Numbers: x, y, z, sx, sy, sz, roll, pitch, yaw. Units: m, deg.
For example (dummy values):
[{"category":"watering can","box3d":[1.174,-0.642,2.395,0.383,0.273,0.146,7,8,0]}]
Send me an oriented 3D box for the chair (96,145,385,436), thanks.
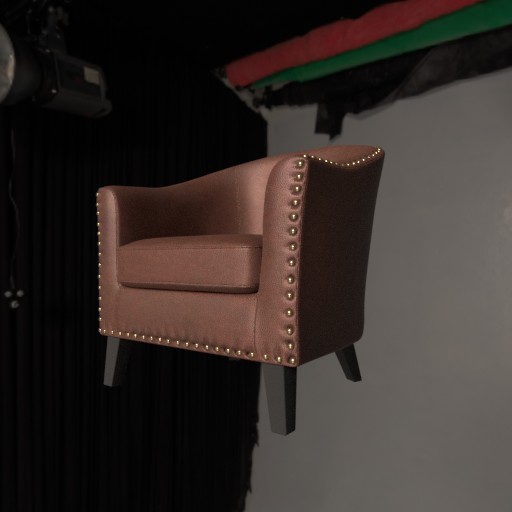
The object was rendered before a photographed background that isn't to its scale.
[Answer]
[{"category":"chair","box3d":[0.000,0.000,1.465,0.794,0.823,0.748,0,-1,37]}]
